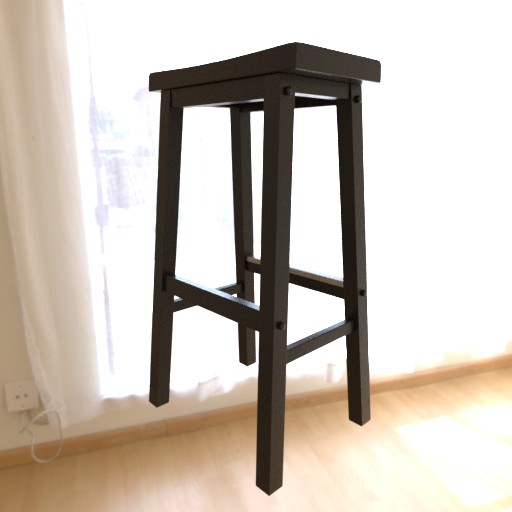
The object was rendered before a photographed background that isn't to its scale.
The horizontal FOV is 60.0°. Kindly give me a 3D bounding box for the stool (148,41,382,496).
[{"bbox_3d":[0.000,0.000,0.935,0.322,0.742,0.406,-13,19,-42],"label":"stool"}]
